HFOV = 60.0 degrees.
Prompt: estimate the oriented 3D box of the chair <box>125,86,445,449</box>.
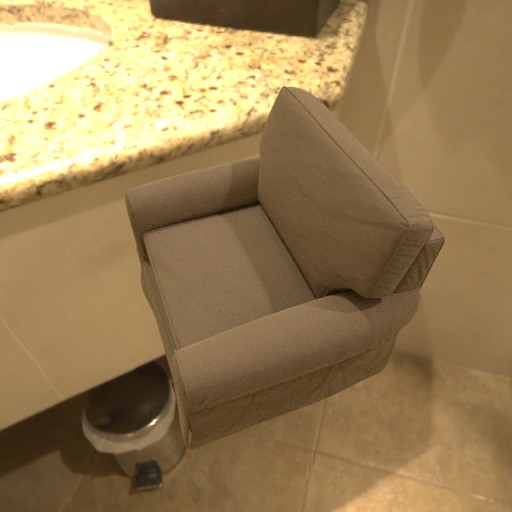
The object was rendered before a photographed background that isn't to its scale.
[{"bbox_3d":[0.000,0.000,1.885,0.988,1.017,1.135,-16,49,-14],"label":"chair"}]
